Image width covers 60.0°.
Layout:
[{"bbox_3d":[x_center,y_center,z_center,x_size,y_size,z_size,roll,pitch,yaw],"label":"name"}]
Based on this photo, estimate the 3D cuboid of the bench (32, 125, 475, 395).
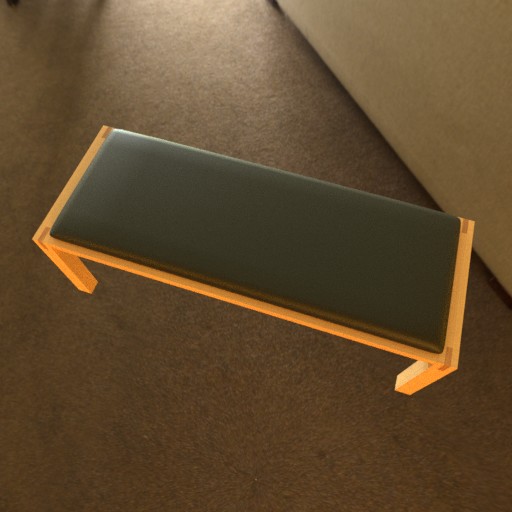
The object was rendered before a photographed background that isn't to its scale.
[{"bbox_3d":[0.000,0.000,1.429,1.202,0.430,0.450,16,64,8],"label":"bench"}]
